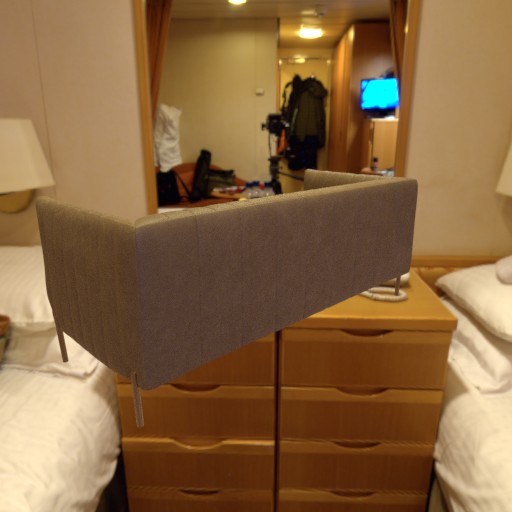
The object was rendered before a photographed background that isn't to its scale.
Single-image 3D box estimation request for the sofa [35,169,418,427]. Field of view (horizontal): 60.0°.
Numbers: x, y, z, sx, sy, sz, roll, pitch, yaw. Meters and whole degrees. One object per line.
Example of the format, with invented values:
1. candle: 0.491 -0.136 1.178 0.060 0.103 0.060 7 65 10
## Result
1. sofa: 0.000 0.000 2.415 1.980 0.779 0.876 -15 22 -42
